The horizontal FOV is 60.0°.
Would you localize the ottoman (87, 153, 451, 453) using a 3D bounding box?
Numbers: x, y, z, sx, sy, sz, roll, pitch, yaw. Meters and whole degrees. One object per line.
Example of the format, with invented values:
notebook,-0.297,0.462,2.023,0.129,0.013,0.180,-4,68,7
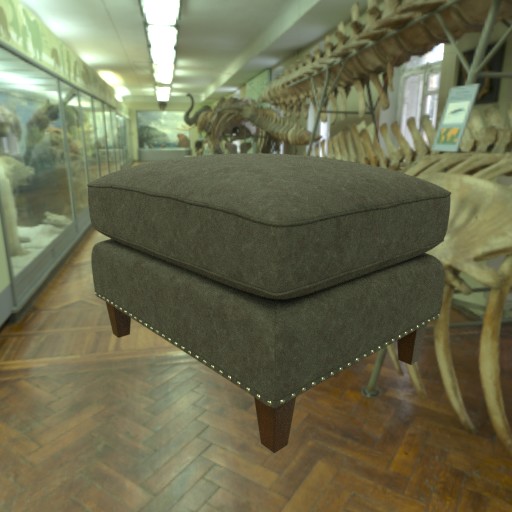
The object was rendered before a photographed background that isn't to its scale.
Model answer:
ottoman,0.000,0.000,1.141,0.584,0.513,0.741,-13,20,-40
